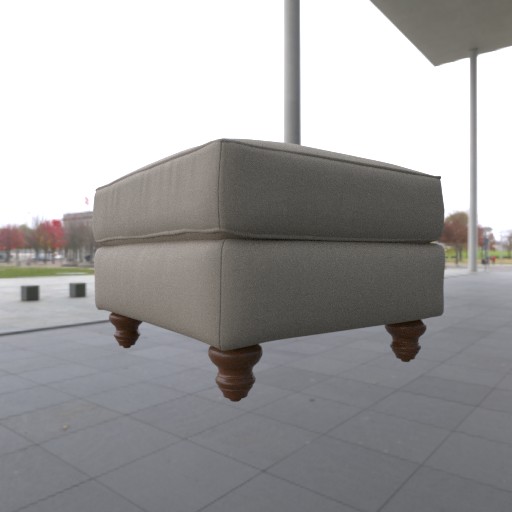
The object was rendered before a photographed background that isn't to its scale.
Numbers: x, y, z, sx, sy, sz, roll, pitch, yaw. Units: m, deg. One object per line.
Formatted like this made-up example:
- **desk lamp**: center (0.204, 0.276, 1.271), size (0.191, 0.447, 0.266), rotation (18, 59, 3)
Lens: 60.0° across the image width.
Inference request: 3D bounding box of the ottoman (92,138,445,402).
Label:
- **ottoman**: center (0.000, 0.000, 1.147), size (0.662, 0.505, 0.716), rotation (0, 0, -36)
